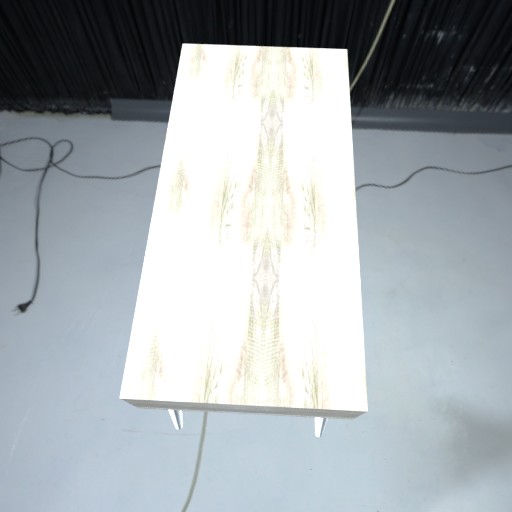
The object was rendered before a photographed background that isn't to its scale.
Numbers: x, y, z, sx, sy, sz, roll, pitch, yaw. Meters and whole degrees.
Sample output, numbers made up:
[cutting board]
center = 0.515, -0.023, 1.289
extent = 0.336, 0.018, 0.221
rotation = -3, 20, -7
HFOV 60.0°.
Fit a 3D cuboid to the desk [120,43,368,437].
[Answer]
[desk]
center = 0.000, 0.000, 1.375
extent = 0.491, 0.723, 0.979
rotation = 3, 64, 1
